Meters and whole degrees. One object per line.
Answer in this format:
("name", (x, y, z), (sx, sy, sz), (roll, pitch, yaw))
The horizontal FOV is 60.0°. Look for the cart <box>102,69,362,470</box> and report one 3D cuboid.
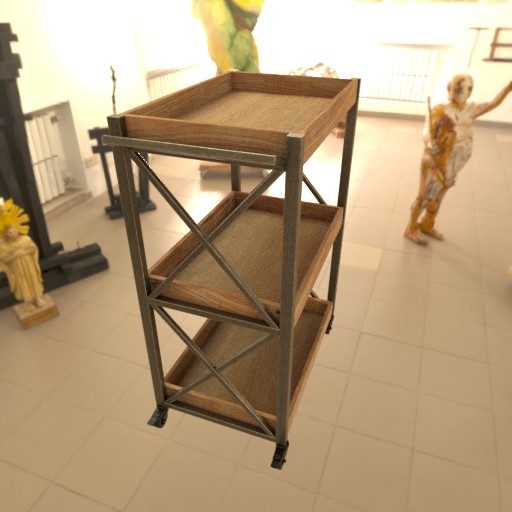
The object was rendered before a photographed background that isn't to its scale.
("cart", (0.000, 0.000, 1.190), (0.377, 0.835, 0.673), (11, 33, 17))
